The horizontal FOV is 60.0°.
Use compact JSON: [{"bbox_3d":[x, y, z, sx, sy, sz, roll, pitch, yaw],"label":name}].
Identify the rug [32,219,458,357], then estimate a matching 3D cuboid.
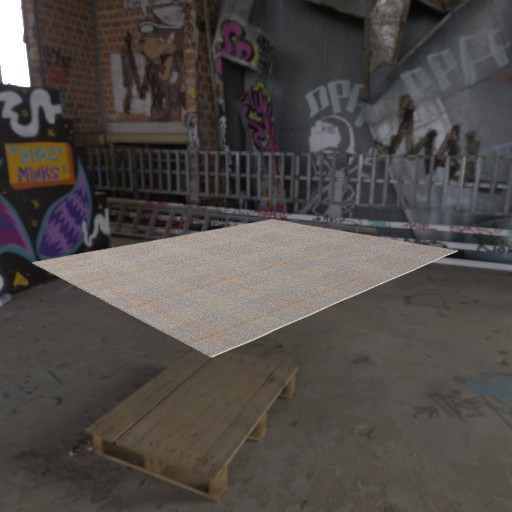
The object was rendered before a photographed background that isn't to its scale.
[{"bbox_3d":[0.000,0.000,4.047,3.051,0.021,2.448,-14,20,-43],"label":"rug"}]
